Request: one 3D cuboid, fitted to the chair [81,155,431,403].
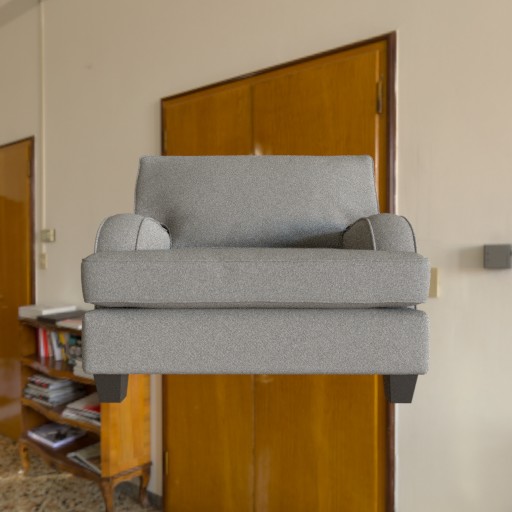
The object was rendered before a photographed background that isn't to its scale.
[{"bbox_3d":[0.000,0.000,1.979,1.220,1.016,1.040,0,1,0],"label":"chair"}]
